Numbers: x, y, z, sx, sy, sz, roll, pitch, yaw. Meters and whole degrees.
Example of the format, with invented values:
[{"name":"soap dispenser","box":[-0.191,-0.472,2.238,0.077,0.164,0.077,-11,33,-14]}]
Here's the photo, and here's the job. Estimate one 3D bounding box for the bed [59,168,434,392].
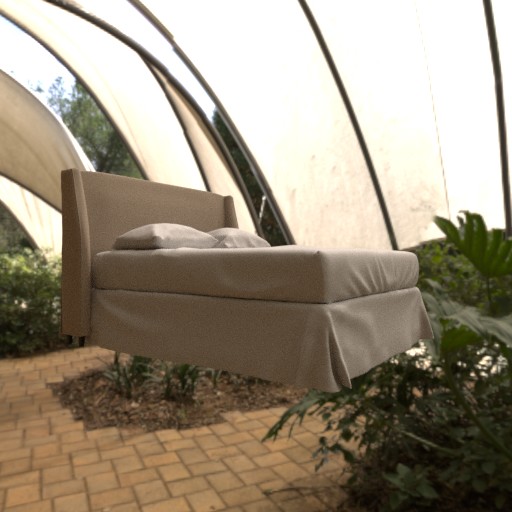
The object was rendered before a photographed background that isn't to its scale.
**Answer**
[{"name":"bed","box":[0.000,0.000,3.431,2.276,1.332,1.925,0,0,36]}]
